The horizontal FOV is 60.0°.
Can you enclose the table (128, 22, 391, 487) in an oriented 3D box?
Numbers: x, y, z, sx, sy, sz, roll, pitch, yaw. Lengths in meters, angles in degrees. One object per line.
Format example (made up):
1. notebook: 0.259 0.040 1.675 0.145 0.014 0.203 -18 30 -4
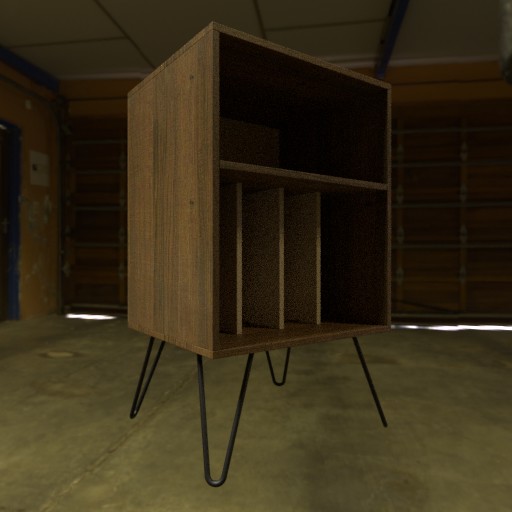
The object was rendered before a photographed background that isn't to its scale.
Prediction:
1. table: 0.000 0.000 1.151 0.526 0.866 0.457 0 0 -36
